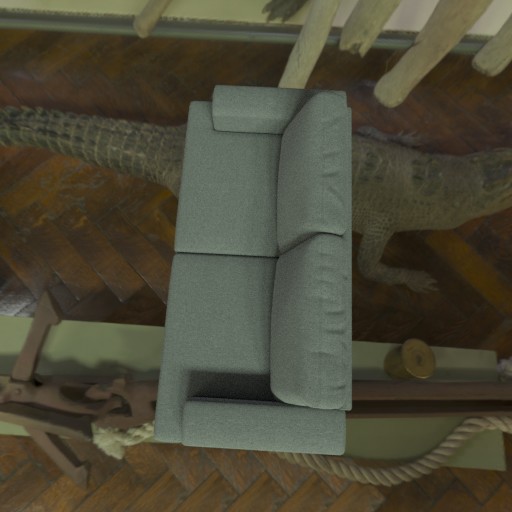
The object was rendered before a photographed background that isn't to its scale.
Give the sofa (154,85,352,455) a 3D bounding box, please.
[{"bbox_3d":[0.000,0.000,2.051,0.785,0.810,1.650,3,75,1],"label":"sofa"}]
